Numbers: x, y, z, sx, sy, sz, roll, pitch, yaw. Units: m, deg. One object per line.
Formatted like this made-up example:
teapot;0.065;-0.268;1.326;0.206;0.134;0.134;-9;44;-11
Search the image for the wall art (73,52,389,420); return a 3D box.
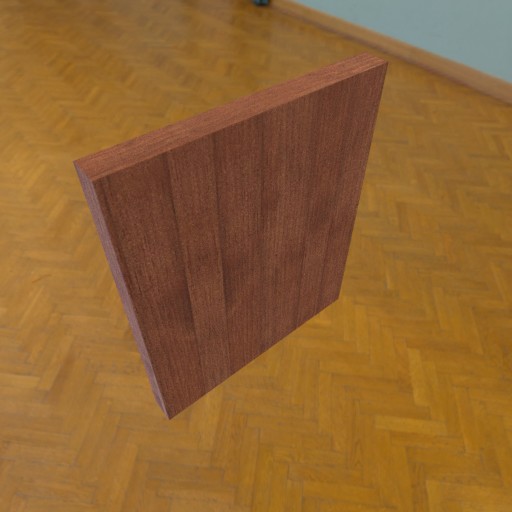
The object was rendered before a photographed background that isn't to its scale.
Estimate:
wall art;0.000;0.000;0.616;0.377;0.449;0.039;-30;53;-26
